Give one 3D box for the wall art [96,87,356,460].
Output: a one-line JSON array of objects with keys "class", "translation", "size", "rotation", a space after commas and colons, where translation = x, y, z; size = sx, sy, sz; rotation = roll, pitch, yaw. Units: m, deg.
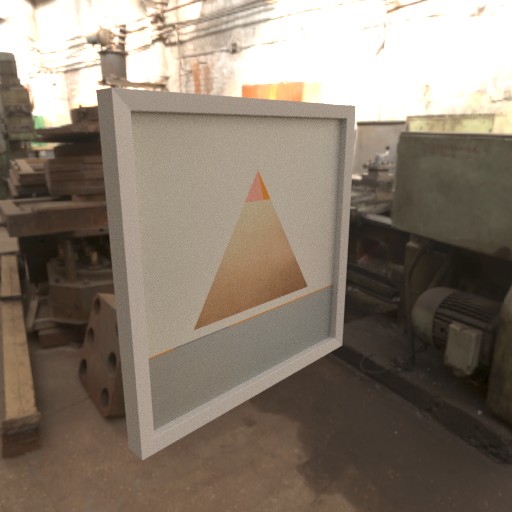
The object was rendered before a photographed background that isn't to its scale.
[{"class": "wall art", "translation": [0.000, 0.000, 1.934], "size": [0.098, 1.291, 1.289], "rotation": [15, 22, 43]}]
